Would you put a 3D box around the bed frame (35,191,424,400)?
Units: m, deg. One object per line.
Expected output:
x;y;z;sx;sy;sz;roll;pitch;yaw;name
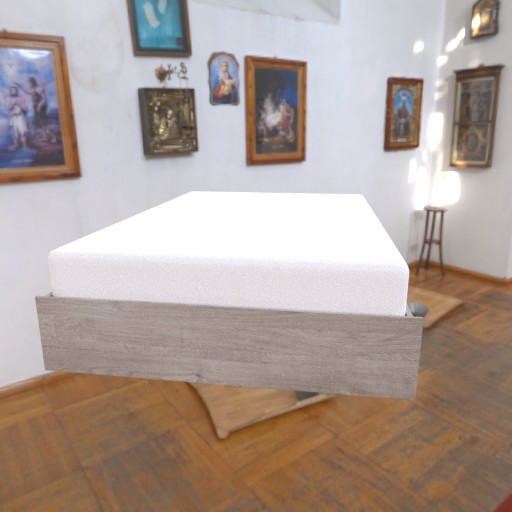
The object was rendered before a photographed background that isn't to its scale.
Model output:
0.000;0.000;2.562;1.445;0.497;1.945;2;15;8;bed frame
